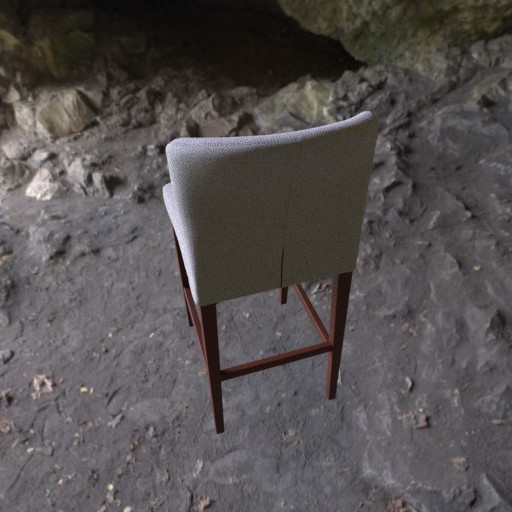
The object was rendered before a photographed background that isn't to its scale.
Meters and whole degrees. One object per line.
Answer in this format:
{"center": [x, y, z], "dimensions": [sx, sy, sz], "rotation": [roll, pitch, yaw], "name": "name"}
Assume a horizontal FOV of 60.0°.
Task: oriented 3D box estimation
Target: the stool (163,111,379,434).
{"center": [0.000, 0.000, 1.381], "dimensions": [0.481, 1.069, 0.568], "rotation": [-12, 43, -13], "name": "stool"}
